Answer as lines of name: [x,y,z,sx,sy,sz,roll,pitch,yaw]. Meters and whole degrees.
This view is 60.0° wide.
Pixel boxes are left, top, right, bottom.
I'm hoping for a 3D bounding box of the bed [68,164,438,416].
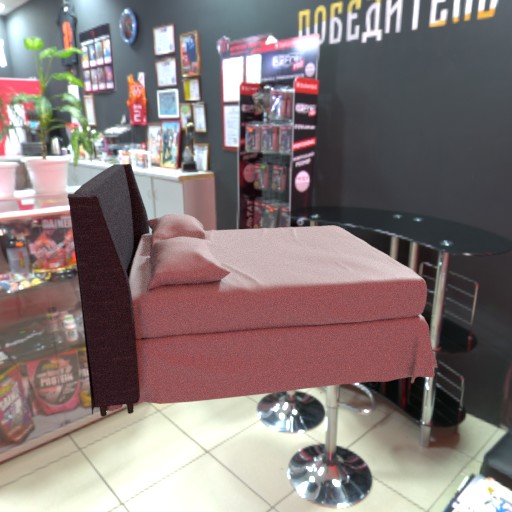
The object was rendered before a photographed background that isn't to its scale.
bed: [0.000,0.000,3.469,2.276,1.332,1.925,-3,17,-10]
